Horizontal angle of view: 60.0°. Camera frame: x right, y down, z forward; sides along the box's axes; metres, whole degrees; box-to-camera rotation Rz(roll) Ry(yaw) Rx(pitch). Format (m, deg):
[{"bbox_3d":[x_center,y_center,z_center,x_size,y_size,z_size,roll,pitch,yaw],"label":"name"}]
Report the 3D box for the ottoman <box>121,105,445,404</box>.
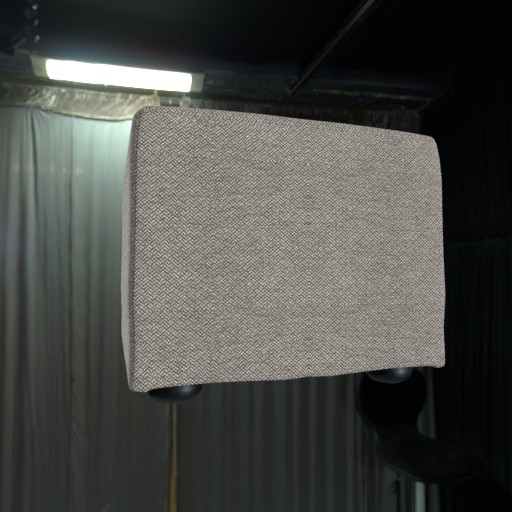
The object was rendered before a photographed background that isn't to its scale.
[{"bbox_3d":[0.000,0.000,0.905,0.519,0.453,0.512,1,-2,-18],"label":"ottoman"}]
